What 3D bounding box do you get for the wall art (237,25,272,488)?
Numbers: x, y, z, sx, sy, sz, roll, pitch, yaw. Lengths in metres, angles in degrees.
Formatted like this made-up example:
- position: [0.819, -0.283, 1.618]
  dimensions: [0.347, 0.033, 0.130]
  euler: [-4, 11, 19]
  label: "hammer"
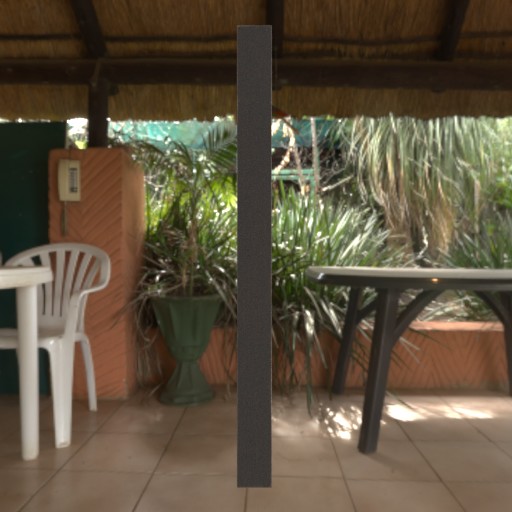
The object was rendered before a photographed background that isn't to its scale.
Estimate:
- position: [0.000, 0.000, 0.741]
  dimensions: [0.038, 0.508, 0.508]
  euler: [0, 0, 0]
  label: "wall art"
